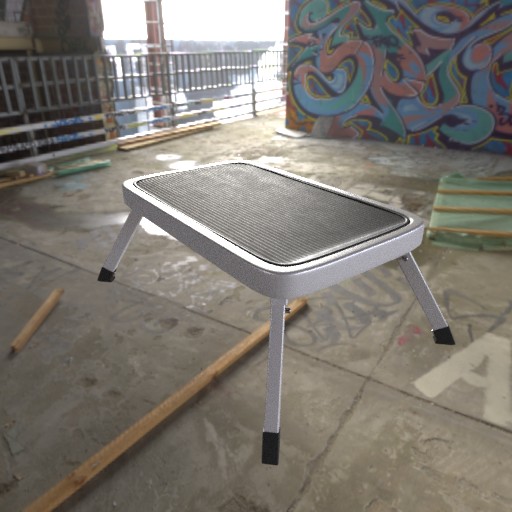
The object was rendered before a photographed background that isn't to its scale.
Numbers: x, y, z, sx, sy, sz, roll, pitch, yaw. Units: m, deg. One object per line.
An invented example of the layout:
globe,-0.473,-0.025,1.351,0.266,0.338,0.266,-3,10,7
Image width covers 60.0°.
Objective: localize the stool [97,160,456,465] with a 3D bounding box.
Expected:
stool,0.000,0.000,0.621,0.320,0.170,0.460,-18,31,-33
